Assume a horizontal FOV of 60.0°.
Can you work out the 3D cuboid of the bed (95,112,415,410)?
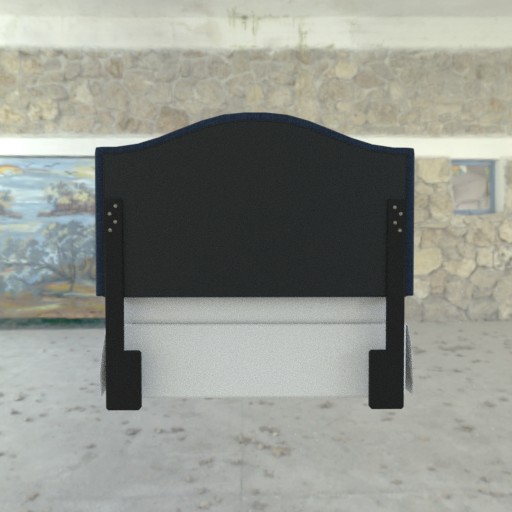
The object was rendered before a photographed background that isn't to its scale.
[{"bbox_3d":[0.000,0.000,3.315,1.725,1.518,2.153,0,1,-1],"label":"bed"}]
